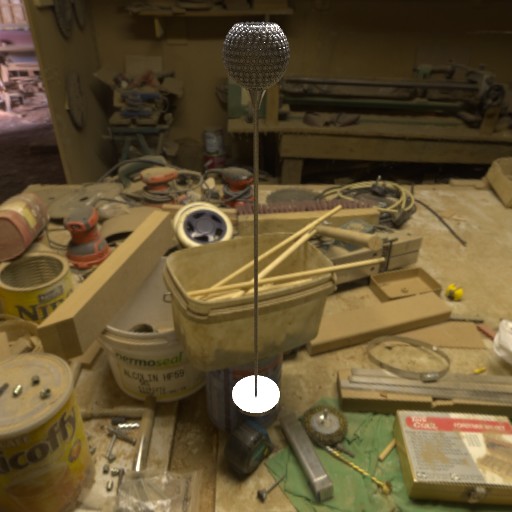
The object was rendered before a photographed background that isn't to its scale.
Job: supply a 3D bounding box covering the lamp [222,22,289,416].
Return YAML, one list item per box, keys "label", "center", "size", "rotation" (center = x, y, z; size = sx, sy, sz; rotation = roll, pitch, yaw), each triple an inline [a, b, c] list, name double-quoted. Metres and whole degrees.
- label: "lamp"
  center: [0.000, 0.000, 1.938]
  size: [0.254, 1.805, 0.254]
  rotation: [0, 32, 0]
